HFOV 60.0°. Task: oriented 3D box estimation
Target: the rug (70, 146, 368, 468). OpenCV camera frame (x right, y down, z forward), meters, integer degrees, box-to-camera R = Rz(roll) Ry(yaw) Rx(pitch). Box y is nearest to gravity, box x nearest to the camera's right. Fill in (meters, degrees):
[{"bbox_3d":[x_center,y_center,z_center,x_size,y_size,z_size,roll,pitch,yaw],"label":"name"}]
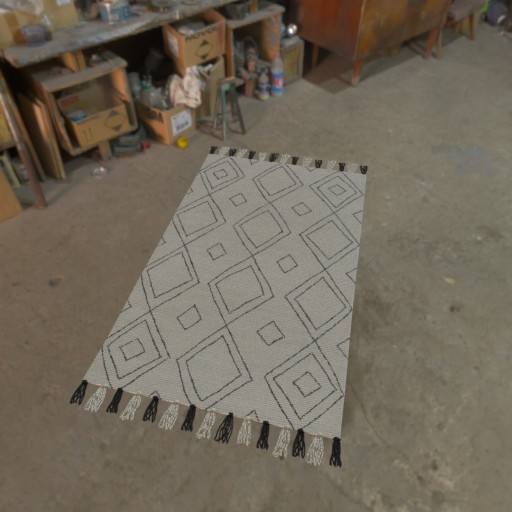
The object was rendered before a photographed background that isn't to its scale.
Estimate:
[{"bbox_3d":[0.000,0.000,3.283,1.524,0.021,2.755,10,47,9],"label":"rug"}]
